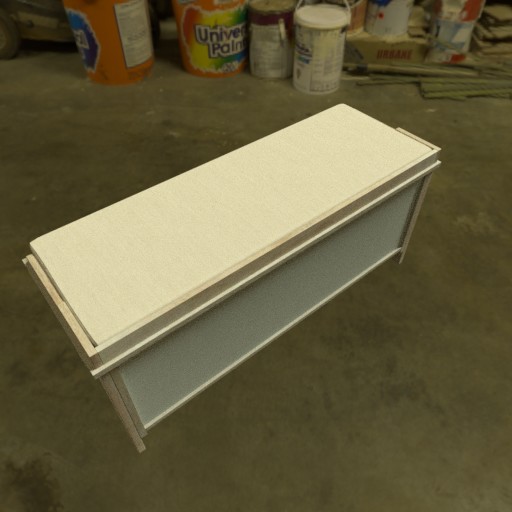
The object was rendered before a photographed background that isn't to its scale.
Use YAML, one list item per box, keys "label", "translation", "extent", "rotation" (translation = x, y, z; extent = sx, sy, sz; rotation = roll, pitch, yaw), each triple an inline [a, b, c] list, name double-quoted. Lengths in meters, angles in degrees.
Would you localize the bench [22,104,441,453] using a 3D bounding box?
- label: "bench"
  translation: [0.000, 0.000, 1.363]
  extent: [1.140, 0.501, 0.398]
  rotation: [-30, 54, -26]
